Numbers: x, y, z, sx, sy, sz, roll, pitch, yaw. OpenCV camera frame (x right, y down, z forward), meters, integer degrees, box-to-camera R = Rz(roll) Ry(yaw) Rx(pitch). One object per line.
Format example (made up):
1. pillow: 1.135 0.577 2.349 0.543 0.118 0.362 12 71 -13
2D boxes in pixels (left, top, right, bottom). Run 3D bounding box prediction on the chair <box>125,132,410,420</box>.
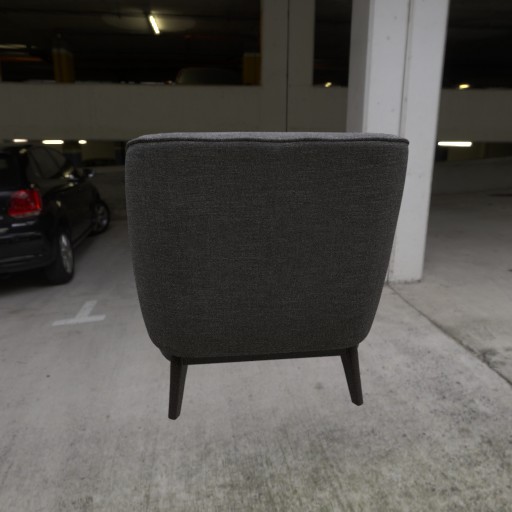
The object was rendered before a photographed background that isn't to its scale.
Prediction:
1. chair: 0.000 0.000 1.558 0.870 0.829 0.851 -2 15 -7
